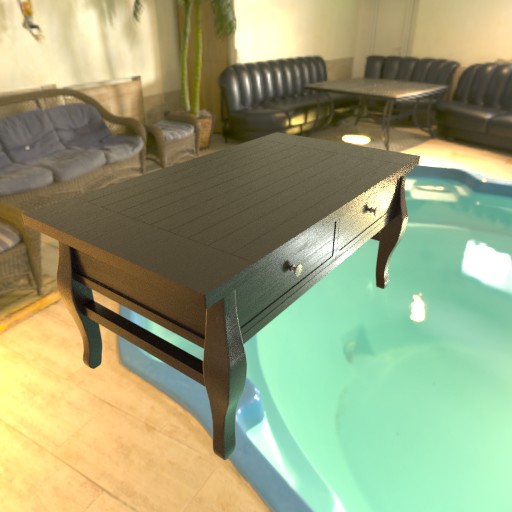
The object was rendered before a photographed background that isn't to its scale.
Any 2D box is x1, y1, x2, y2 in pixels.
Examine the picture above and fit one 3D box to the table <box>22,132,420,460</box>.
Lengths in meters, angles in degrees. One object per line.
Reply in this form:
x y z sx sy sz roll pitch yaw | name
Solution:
0.000 0.000 1.380 0.600 0.494 1.062 19 34 32 | table
